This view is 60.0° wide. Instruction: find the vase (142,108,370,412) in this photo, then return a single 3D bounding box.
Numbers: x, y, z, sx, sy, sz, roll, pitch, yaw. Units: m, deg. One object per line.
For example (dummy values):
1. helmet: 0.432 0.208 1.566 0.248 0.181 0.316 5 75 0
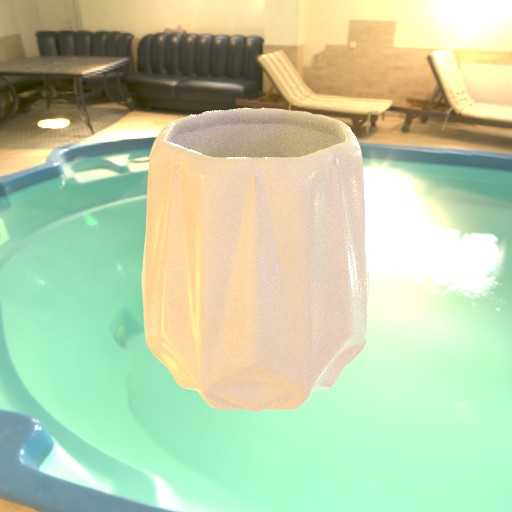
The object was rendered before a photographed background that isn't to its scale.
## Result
1. vase: 0.000 0.000 0.266 0.141 0.152 0.141 0 31 0
